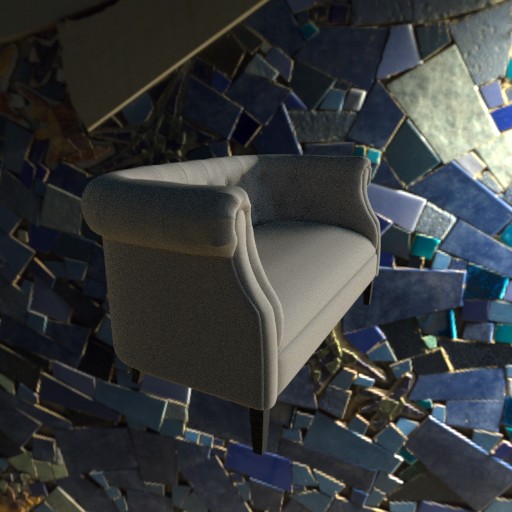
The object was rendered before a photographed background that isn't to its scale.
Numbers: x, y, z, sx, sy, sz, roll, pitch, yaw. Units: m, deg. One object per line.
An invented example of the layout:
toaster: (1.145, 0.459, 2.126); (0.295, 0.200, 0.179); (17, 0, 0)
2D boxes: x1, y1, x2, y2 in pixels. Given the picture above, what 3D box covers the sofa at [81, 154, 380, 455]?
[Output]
sofa: (0.000, 0.000, 2.008); (0.835, 0.827, 1.558); (8, 19, 26)
